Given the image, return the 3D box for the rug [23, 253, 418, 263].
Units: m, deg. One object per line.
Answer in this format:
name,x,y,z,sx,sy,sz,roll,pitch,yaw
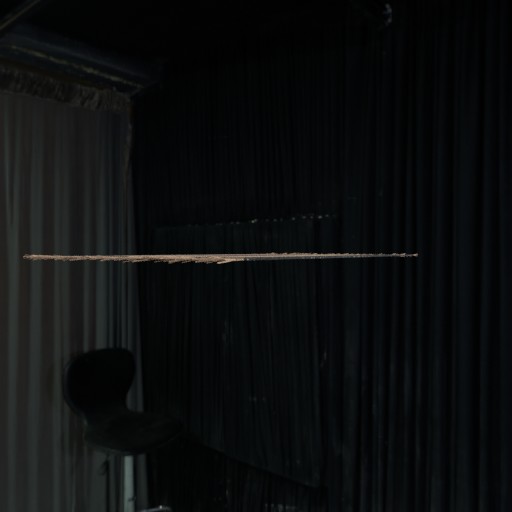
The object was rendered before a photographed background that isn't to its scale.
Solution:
rug,0.000,0.000,2.502,1.224,0.027,2.021,0,1,36
